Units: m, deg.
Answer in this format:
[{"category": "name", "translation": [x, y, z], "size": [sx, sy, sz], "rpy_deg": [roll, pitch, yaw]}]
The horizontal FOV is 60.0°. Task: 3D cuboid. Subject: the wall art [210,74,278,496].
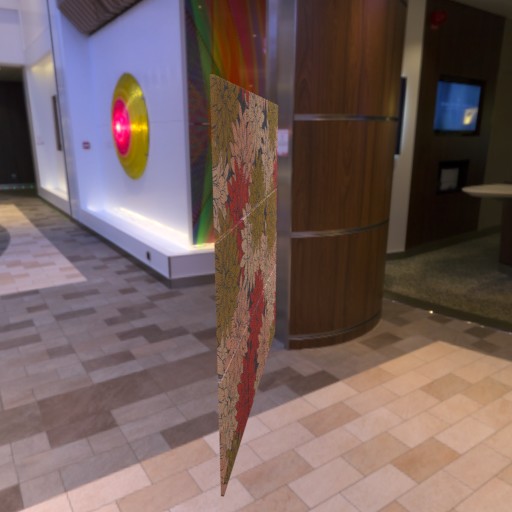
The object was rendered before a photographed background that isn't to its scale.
[{"category": "wall art", "translation": [0.000, 0.000, 2.246], "size": [0.013, 1.534, 1.519], "rpy_deg": [3, 16, 10]}]
